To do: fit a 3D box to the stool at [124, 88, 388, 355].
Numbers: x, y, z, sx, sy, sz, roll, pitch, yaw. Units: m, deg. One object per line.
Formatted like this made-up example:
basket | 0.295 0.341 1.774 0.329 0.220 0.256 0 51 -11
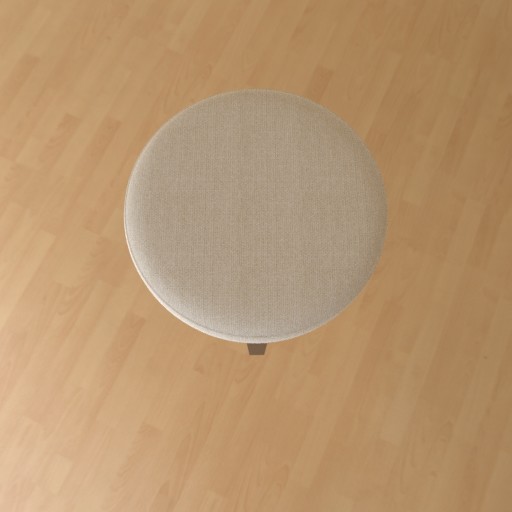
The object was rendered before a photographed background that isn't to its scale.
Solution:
stool | 0.000 0.000 1.045 0.446 0.758 0.446 0 77 0
